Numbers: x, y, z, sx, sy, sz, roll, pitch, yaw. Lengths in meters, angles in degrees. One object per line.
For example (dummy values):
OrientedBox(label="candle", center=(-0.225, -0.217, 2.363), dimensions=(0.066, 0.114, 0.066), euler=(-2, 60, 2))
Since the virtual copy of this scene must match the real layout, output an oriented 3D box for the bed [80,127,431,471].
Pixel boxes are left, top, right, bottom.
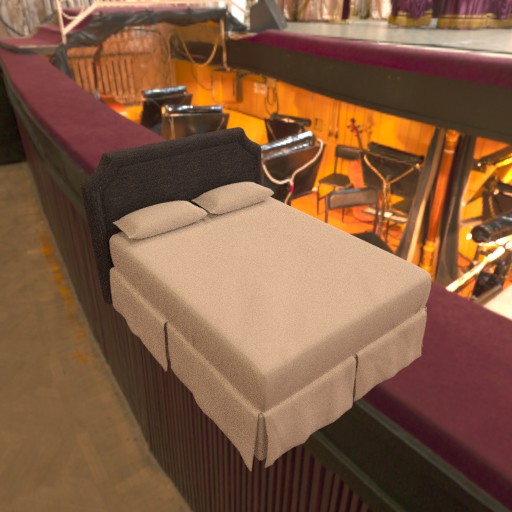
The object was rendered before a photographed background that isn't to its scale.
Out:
OrientedBox(label="bed", center=(0.000, 0.000, 3.253), dimensions=(1.693, 1.290, 2.116), euler=(-22, 37, -33))
